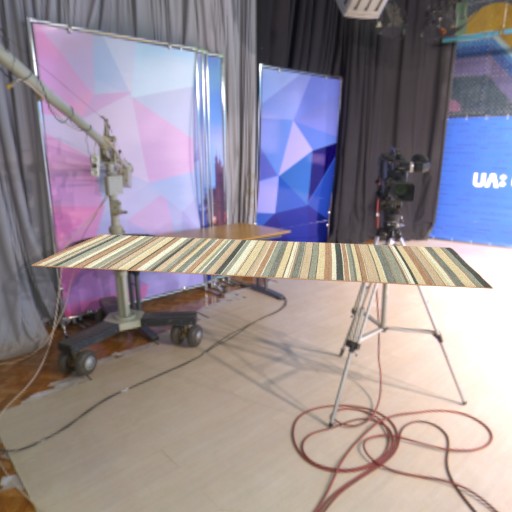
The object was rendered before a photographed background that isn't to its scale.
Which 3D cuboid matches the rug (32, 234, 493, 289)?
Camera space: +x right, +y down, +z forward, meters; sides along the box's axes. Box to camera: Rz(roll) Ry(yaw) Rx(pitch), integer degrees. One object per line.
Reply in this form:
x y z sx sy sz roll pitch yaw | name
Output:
0.000 0.000 2.687 2.444 0.010 0.799 2 16 9 | rug
